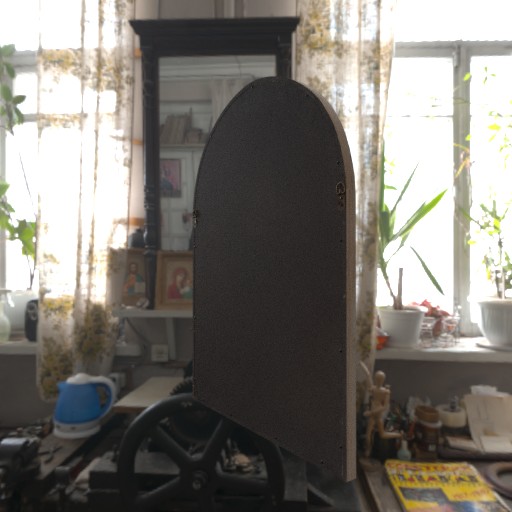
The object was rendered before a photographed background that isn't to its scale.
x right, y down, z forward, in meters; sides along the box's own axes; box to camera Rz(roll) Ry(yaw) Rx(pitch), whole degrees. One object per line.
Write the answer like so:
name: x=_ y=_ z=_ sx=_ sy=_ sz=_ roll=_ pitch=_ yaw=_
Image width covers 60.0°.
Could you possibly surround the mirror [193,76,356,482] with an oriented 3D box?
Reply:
mirror: x=0.000 y=0.000 z=1.175 sx=0.032 sy=0.920 sz=0.660 roll=0 pitch=0 yaw=-36
